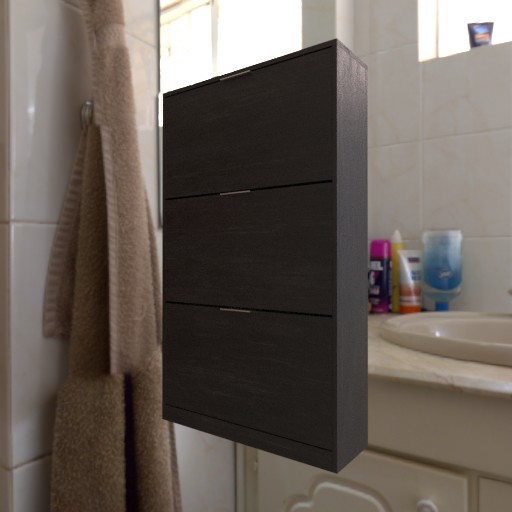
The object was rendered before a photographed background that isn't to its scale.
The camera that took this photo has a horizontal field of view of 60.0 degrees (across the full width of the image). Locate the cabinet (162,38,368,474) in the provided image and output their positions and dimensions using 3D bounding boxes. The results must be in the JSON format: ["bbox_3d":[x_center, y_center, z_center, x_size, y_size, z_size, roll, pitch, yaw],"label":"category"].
[{"bbox_3d":[0.000,0.000,1.611,0.750,1.280,0.250,0,0,36],"label":"cabinet"}]
